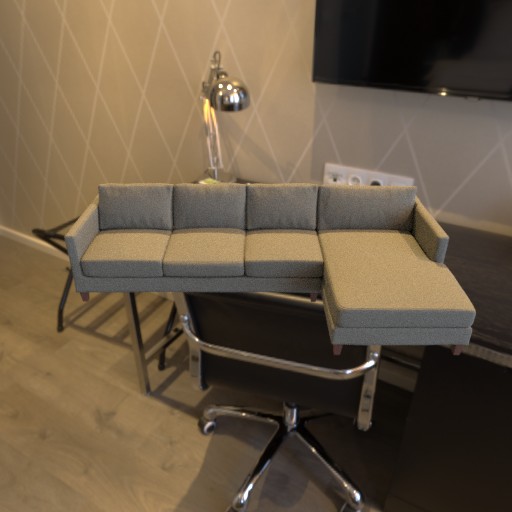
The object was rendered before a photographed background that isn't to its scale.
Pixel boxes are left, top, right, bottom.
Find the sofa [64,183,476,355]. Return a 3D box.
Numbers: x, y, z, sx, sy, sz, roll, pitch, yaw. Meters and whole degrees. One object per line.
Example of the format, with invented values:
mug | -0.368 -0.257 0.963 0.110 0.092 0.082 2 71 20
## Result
sofa | 0.000 0.000 3.849 3.186 0.861 1.625 0 30 0
